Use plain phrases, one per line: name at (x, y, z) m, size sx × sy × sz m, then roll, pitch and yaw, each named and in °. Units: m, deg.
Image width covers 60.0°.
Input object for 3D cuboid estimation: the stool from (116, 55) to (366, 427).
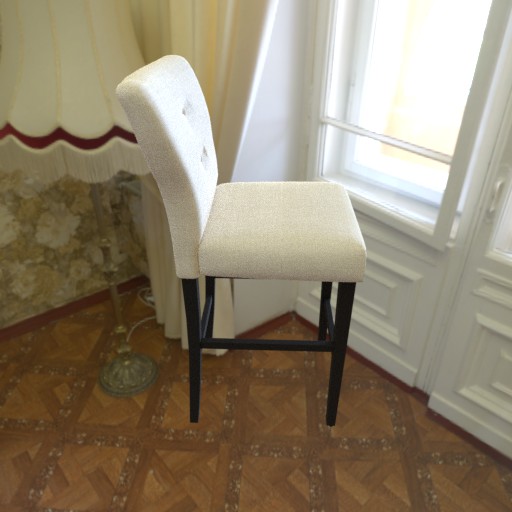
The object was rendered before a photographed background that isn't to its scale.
stool at (0.000, 0.000, 1.411) m, size 0.603 × 1.124 × 0.516 m, roll 1°, pitch 32°, yaw 2°
